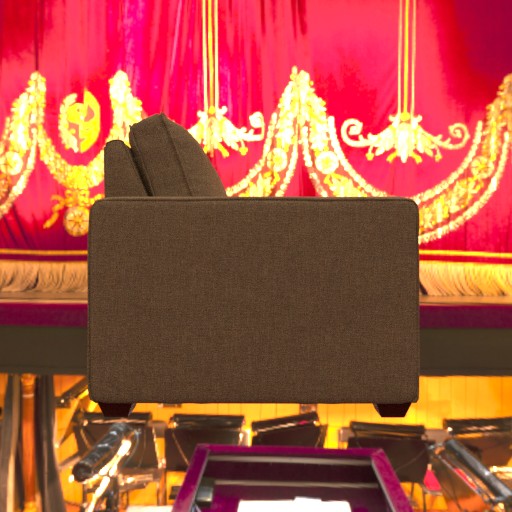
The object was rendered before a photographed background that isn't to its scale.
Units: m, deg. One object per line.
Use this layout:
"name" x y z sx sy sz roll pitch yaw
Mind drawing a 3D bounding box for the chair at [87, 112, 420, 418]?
"chair" 0.000 0.000 1.699 0.940 0.914 1.016 0 0 0
